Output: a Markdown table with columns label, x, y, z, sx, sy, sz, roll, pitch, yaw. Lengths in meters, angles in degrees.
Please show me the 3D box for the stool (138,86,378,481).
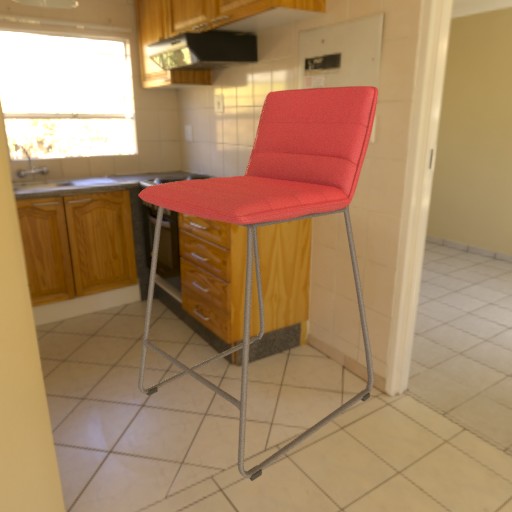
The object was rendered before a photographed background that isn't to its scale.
| label | x | y | z | sx | sy | sz | roll | pitch | yaw |
| --- | --- | --- | --- | --- | --- | --- | --- | --- | --- |
| stool | 0.000 | 0.000 | 1.193 | 0.524 | 0.866 | 0.489 | -16 | 23 | -41 |
